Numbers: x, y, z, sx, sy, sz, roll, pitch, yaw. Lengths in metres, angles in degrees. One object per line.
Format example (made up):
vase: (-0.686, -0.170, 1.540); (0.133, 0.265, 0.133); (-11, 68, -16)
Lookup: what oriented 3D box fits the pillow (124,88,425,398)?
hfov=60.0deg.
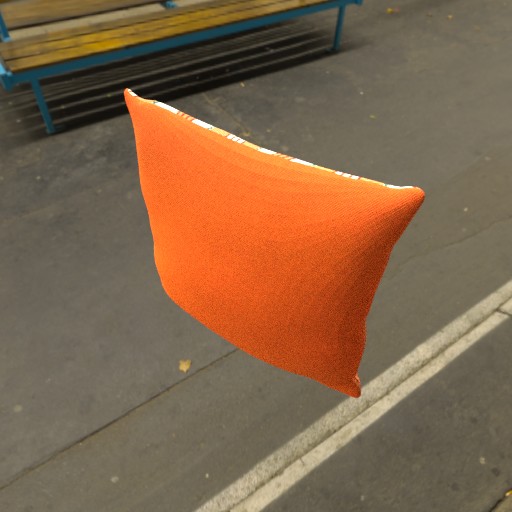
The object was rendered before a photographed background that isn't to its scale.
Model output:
pillow: (0.000, 0.000, 0.690); (0.440, 0.441, 0.182); (26, 52, 22)
